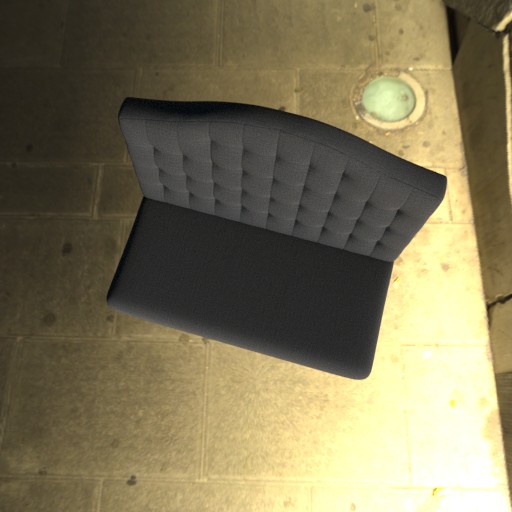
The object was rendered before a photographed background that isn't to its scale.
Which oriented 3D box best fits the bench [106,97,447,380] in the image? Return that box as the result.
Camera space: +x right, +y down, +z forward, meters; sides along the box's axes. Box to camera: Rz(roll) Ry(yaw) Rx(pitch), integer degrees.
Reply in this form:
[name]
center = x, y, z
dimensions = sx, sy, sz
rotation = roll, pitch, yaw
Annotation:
[bench]
center = 0.000, 0.000, 2.076
dimensions = 1.335, 1.180, 0.815
rotation = 15, 75, 4
